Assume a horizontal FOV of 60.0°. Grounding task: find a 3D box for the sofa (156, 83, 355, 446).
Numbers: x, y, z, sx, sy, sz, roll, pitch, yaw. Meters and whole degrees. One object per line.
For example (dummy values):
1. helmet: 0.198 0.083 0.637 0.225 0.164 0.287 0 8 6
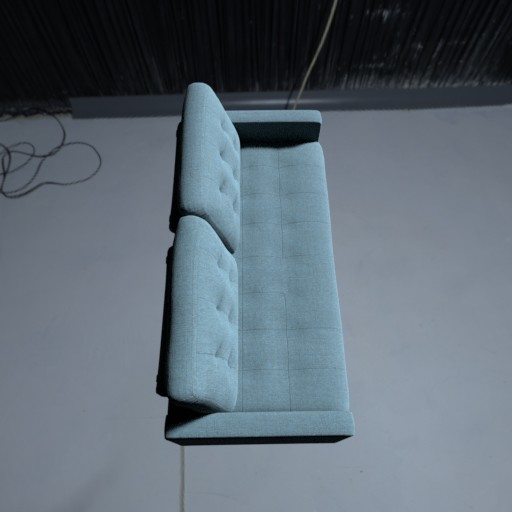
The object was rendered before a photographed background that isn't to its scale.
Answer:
1. sofa: 0.000 0.000 2.609 0.966 1.050 2.010 -1 64 0
